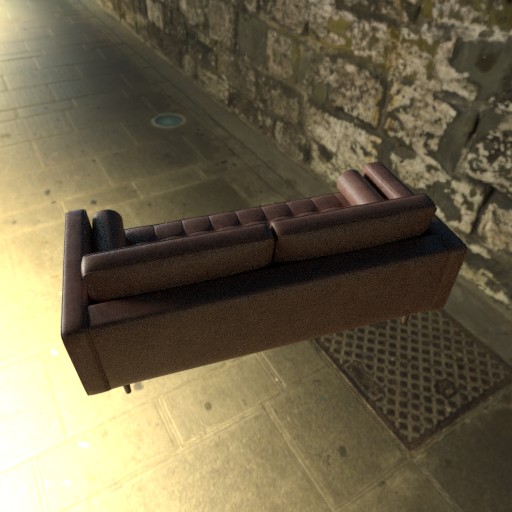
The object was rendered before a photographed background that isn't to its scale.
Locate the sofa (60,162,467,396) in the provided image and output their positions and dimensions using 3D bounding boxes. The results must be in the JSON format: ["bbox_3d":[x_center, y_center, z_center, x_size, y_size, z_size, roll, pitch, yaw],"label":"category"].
[{"bbox_3d":[0.000,0.000,2.350,1.870,0.760,0.910,-11,43,-12],"label":"sofa"}]
